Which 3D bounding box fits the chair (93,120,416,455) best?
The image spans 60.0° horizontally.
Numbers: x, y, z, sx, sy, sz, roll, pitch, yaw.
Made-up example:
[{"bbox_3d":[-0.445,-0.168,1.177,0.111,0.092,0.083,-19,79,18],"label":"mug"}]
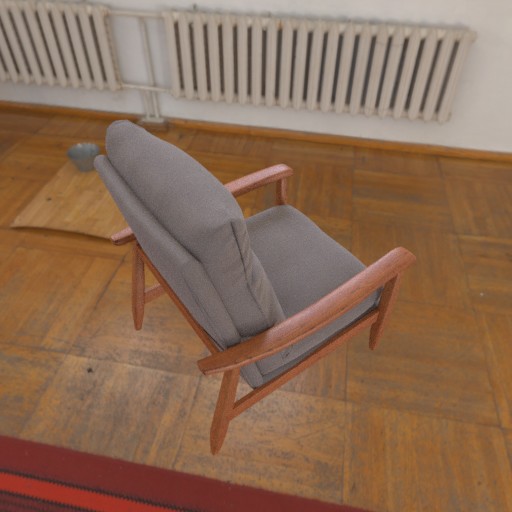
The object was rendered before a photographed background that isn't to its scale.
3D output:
[{"bbox_3d":[0.000,0.000,1.562,0.816,0.922,0.782,-25,48,-25],"label":"chair"}]
